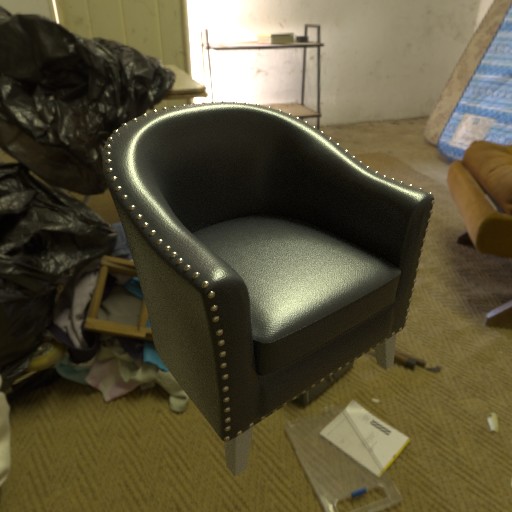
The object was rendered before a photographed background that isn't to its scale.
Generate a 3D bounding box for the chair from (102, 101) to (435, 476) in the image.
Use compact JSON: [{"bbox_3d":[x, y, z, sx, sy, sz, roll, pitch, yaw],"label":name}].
[{"bbox_3d":[0.000,0.000,1.399,0.794,0.823,0.748,-21,36,-33],"label":"chair"}]
